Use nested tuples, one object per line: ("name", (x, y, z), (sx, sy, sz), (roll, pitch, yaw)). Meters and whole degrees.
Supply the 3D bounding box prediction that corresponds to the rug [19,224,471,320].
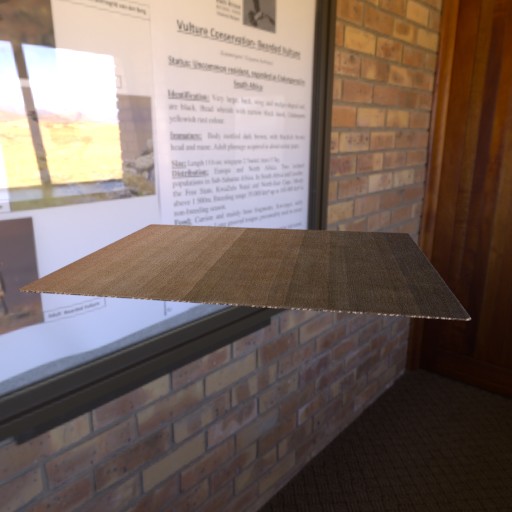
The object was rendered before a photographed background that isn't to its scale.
("rug", (0.000, 0.000, 3.857), (2.902, 0.017, 2.305), (3, 16, 9))
